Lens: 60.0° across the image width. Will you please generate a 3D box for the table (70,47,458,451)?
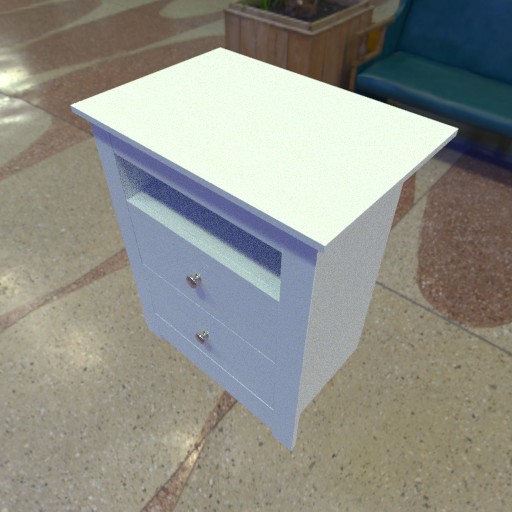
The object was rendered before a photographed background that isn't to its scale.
[{"bbox_3d":[0.000,0.000,1.057,0.589,0.711,0.406,32,53,28],"label":"table"}]
